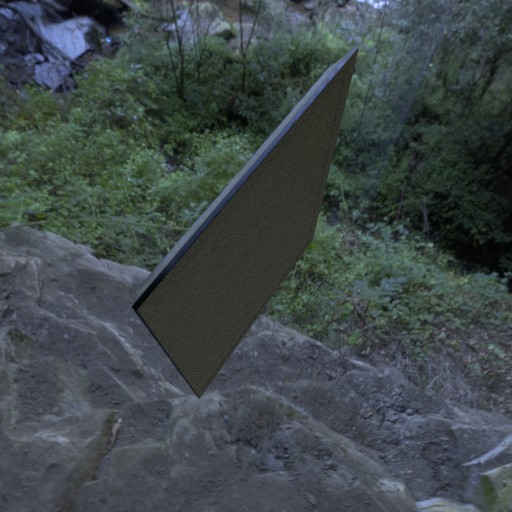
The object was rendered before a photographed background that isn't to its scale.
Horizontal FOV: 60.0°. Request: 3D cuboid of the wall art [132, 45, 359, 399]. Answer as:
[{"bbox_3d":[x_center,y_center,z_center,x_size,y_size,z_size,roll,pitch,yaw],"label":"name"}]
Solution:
[{"bbox_3d":[0.000,0.000,0.639,0.023,0.457,0.381,31,68,15],"label":"wall art"}]
